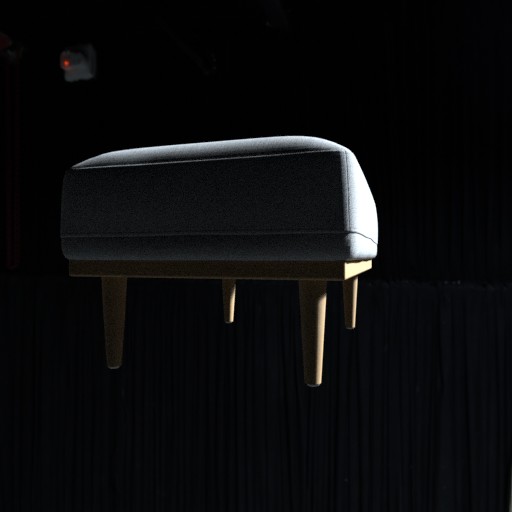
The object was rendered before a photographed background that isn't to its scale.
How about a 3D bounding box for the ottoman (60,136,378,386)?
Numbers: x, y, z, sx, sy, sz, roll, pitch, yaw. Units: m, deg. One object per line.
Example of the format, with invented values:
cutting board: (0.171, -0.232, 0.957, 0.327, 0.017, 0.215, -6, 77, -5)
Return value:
ottoman: (0.000, 0.000, 1.080, 0.549, 0.428, 0.749, 0, 0, 18)
